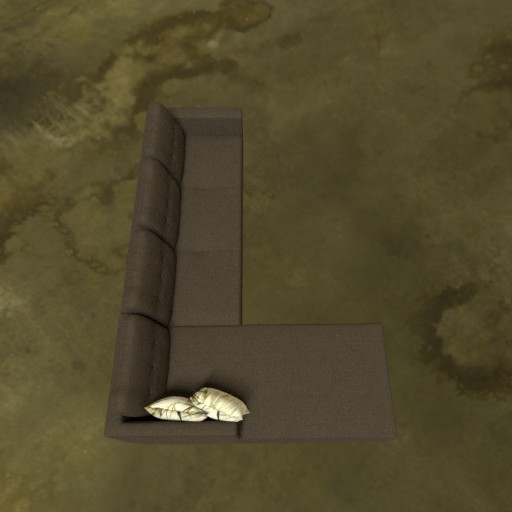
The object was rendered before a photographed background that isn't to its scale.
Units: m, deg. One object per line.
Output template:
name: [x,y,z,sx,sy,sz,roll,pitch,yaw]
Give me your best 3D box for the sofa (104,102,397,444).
sofa: [0.000,0.000,3.459,1.829,0.932,2.679,0,64,0]
